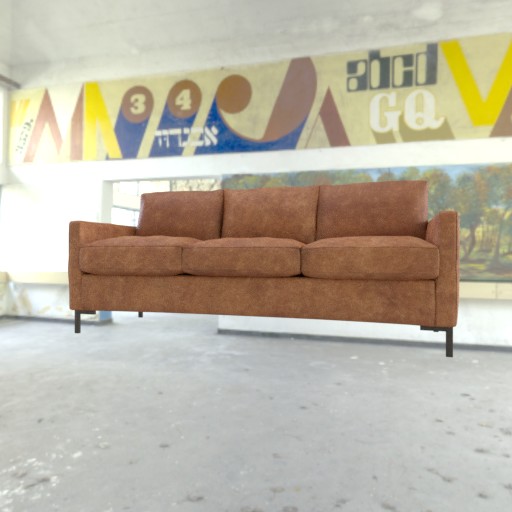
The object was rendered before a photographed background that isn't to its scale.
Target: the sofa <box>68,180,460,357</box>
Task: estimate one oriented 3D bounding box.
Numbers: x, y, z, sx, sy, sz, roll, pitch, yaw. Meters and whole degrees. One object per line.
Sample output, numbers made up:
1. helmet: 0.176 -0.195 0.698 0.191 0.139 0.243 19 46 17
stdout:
1. sofa: 0.000 0.000 2.475 2.029 0.863 0.748 0 0 17
